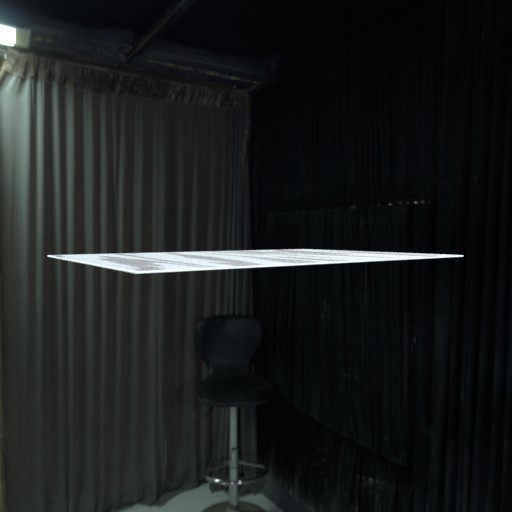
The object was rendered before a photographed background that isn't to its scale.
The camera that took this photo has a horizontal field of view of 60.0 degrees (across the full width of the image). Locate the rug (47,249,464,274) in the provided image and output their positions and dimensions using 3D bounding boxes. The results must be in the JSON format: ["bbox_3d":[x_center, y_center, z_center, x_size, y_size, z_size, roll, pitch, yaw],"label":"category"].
[{"bbox_3d":[0.000,0.000,2.788,2.142,0.010,1.533,-2,3,-36],"label":"rug"}]
